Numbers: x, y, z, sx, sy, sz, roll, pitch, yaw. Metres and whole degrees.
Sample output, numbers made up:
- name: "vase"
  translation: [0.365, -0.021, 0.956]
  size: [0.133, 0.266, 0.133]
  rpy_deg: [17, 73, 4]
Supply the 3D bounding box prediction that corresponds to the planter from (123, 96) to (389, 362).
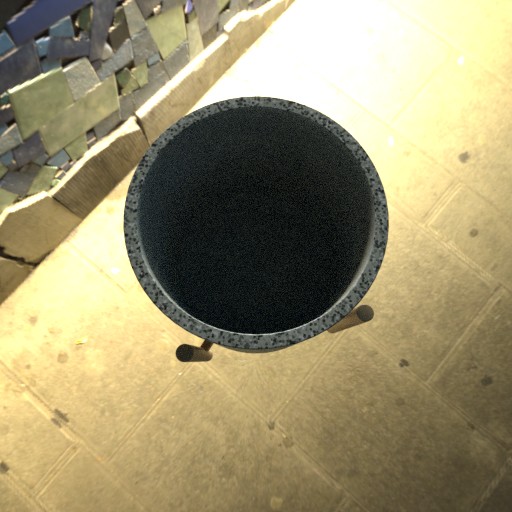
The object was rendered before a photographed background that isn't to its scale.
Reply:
- name: "planter"
  translation: [0.000, 0.000, 0.710]
  size: [0.360, 0.419, 0.360]
  rpy_deg: [-34, 79, -7]
